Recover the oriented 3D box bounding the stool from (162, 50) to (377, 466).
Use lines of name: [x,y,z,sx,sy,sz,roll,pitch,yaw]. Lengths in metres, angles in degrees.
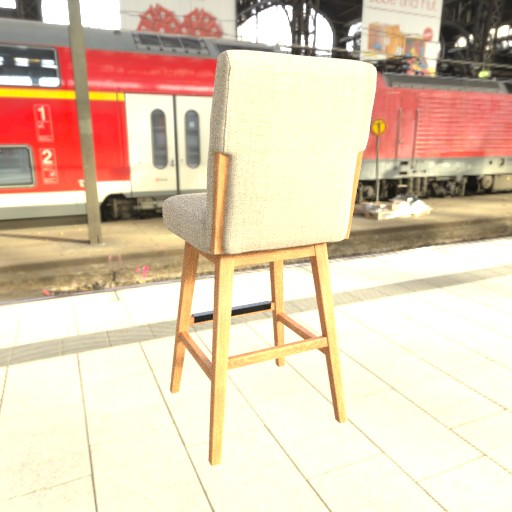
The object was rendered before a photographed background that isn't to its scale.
stool: [0.000,0.000,1.413,0.483,1.106,0.569,-7,16,-25]
